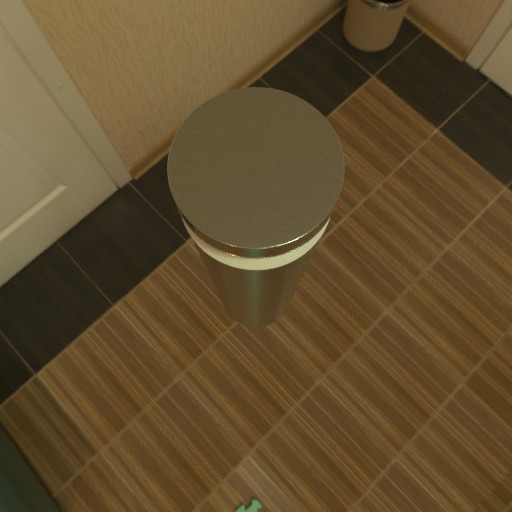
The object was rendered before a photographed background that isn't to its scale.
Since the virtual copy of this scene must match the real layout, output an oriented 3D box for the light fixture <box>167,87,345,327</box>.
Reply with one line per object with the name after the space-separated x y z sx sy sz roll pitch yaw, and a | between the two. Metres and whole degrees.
0.000 0.000 0.442 0.102 0.400 0.102 17 76 4 | light fixture
